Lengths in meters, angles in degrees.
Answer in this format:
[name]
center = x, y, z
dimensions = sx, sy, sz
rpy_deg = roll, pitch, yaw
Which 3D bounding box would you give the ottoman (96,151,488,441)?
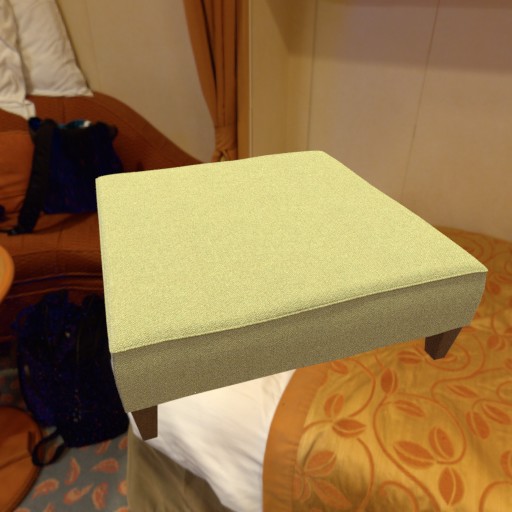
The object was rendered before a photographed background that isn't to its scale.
[ottoman]
center = 0.000, 0.000, 1.505
dimensions = 0.968, 0.379, 1.004
rpy_deg = -10, 33, -16
